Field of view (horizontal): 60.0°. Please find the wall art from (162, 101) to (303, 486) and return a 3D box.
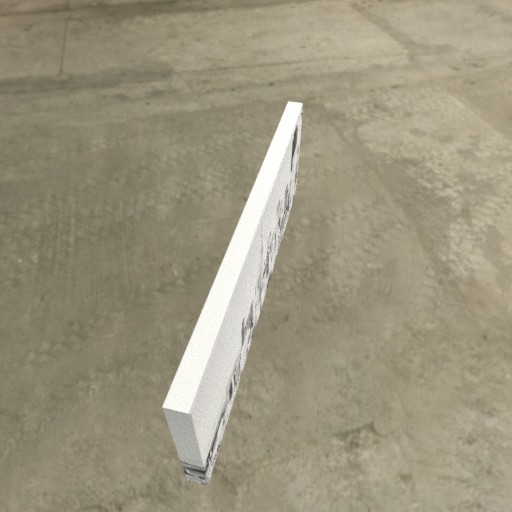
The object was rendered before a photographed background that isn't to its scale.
[{"bbox_3d":[0.000,0.000,0.861,0.036,0.256,0.766,10,47,10],"label":"wall art"}]
